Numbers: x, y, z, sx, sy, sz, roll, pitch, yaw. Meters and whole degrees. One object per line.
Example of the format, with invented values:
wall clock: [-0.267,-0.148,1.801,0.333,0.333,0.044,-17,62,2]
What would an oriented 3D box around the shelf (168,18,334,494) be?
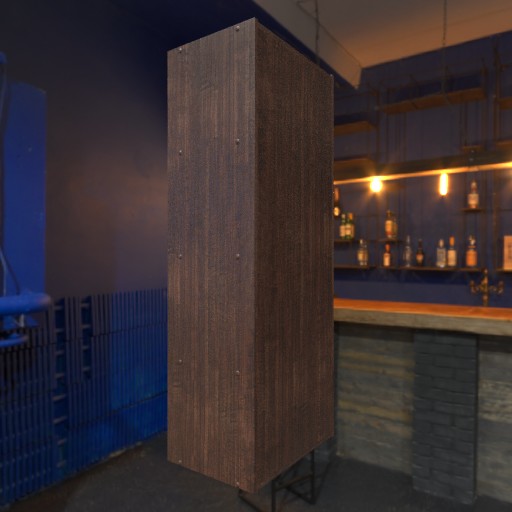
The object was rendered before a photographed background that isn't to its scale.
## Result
shelf: [0.000,0.000,1.272,0.290,1.099,0.415,0,0,36]
